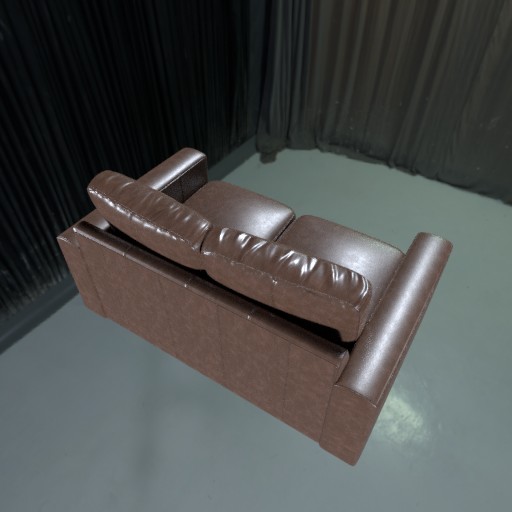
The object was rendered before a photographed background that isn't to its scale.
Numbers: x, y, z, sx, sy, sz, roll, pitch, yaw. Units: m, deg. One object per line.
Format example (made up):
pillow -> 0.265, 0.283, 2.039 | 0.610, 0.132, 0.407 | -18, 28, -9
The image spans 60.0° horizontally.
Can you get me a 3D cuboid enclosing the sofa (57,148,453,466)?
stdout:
sofa -> 0.000, 0.000, 2.182 | 1.616, 0.873, 1.016 | 24, 49, 22
